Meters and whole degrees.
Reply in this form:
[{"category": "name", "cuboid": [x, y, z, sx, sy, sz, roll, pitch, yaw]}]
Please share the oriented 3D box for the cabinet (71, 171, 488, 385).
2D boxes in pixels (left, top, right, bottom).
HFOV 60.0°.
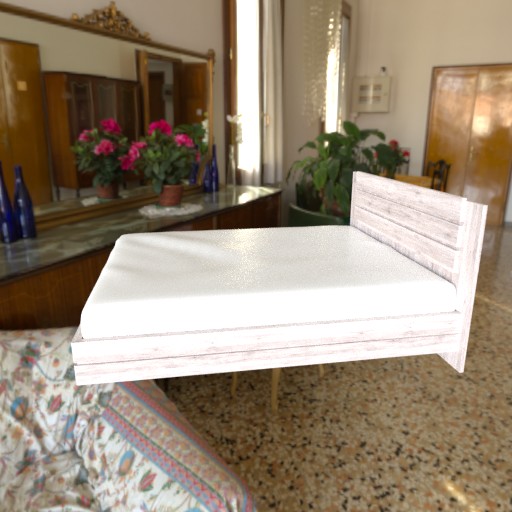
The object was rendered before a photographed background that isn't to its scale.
[{"category": "cabinet", "cuboid": [0.000, 0.000, 3.030, 2.080, 0.970, 1.750, -3, 17, -9]}]
